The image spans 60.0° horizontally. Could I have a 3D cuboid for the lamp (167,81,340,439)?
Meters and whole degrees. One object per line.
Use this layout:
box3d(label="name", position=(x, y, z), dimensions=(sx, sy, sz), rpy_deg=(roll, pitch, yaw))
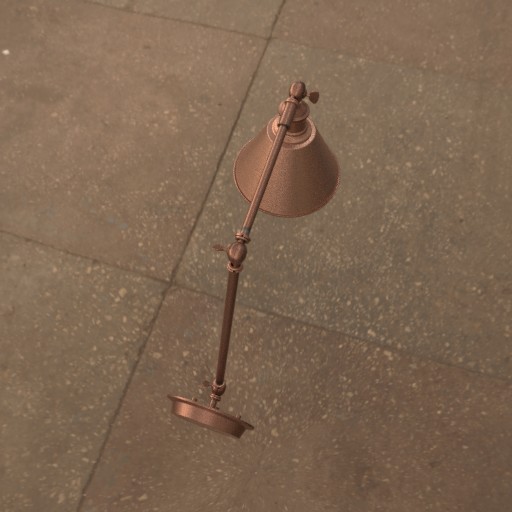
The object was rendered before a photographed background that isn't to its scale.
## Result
box3d(label="lamp", position=(0.000, 0.000, 0.861), dimensions=(0.223, 0.502, 0.624), rpy_deg=(17, 65, 8))
